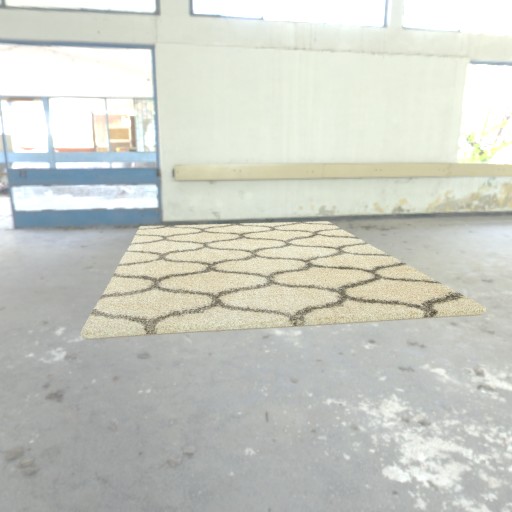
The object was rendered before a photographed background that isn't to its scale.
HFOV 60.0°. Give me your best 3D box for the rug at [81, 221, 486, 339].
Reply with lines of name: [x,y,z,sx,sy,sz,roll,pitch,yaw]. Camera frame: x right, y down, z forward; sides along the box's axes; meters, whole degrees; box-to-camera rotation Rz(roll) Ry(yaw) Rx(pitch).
rug: [0.000,0.000,2.036,1.200,0.025,1.600,-2,14,-8]
